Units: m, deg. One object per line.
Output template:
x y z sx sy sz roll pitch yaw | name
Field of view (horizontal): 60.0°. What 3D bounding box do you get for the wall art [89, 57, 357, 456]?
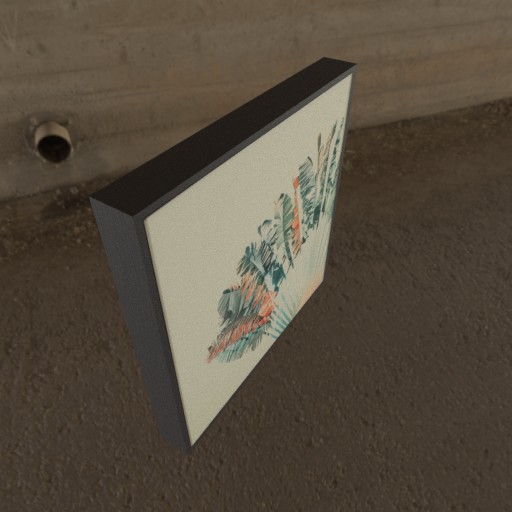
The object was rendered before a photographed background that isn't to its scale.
0.000 0.000 0.449 0.036 0.300 0.302 24 47 25 | wall art
